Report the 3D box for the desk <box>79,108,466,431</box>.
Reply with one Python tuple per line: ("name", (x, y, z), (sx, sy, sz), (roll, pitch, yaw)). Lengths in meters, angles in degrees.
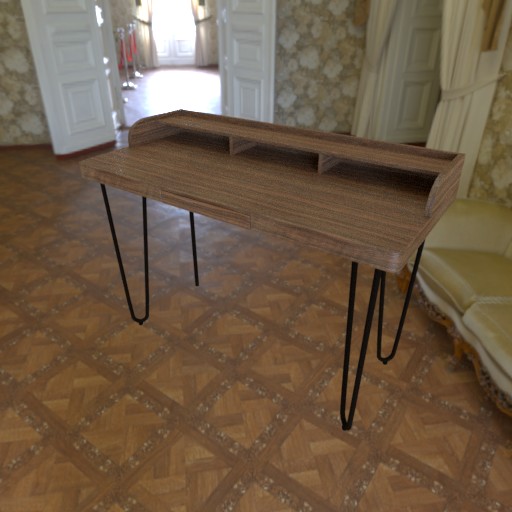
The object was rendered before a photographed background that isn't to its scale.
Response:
("desk", (0.000, 0.000, 1.682), (1.200, 0.854, 0.565), (19, 35, 29))
